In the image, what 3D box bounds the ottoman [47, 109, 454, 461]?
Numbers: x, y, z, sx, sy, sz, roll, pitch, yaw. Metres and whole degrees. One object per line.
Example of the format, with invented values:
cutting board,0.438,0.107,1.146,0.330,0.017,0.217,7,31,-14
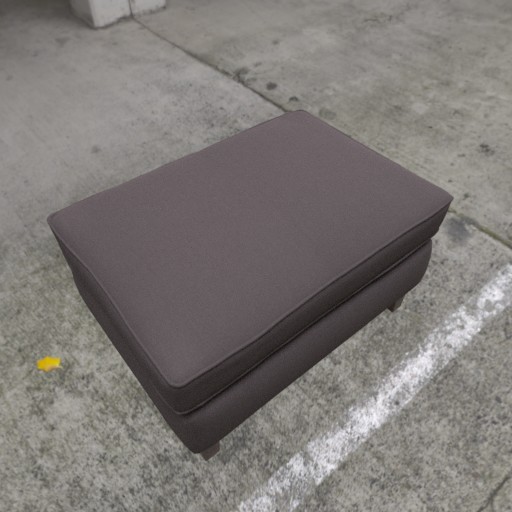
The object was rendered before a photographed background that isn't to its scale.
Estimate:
ottoman,0.000,0.000,0.975,0.686,0.406,0.508,-30,54,-26
